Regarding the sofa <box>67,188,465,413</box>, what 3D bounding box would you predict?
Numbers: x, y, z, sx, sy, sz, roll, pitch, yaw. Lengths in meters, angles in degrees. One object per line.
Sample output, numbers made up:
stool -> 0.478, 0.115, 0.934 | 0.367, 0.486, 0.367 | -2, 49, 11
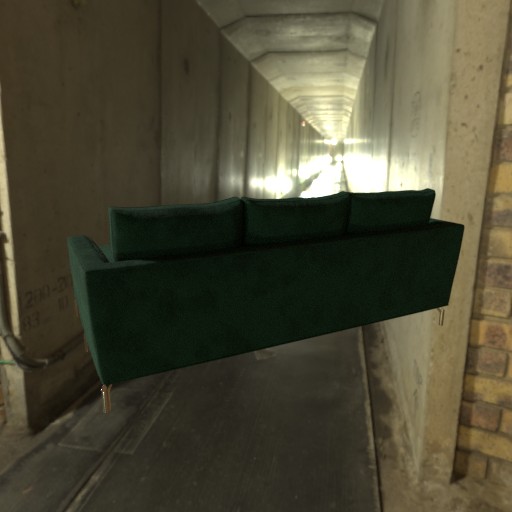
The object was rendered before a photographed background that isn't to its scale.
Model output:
sofa -> 0.000, 0.000, 3.159 | 2.441, 1.007, 1.489 | -7, 16, -26
